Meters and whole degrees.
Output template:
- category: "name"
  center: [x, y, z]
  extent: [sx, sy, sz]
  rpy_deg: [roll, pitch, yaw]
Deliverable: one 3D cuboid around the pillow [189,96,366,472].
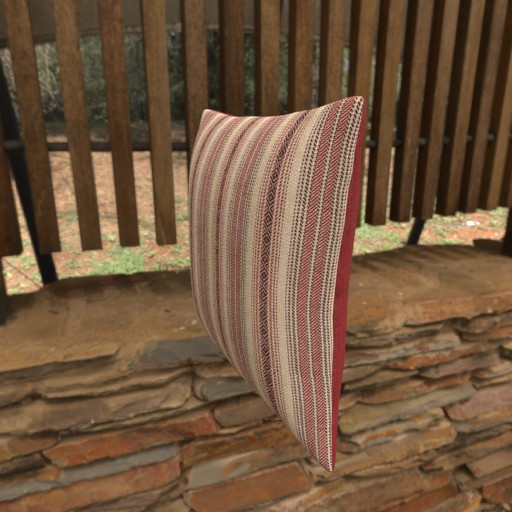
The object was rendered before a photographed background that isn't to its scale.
- category: "pillow"
  center: [0.000, 0.000, 0.768]
  extent: [0.166, 0.497, 0.513]
  rpy_deg: [-8, 18, -25]
